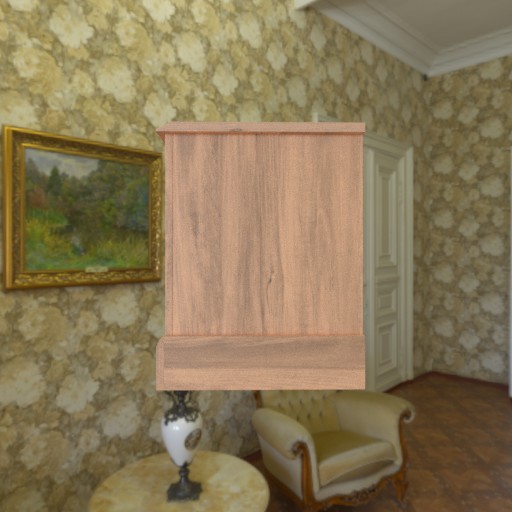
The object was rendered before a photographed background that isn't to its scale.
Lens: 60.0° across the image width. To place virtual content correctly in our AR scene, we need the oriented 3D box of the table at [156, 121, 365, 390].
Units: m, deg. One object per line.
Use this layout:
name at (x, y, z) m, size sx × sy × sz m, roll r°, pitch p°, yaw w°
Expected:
table at (0.000, 0.000, 1.444) m, size 0.400 × 0.510 × 1.200 m, roll 0°, pitch 0°, yaw -1°
